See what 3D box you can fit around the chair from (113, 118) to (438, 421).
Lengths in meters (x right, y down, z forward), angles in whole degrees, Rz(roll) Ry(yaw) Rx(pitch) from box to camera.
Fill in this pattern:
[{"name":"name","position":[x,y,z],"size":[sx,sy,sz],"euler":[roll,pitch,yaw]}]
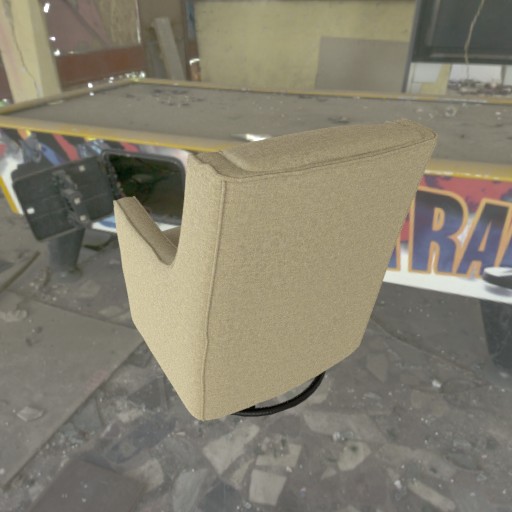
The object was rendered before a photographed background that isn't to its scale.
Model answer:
[{"name":"chair","position":[0.000,0.000,1.538],"size":[0.732,0.993,0.879],"euler":[-17,34,-28]}]
